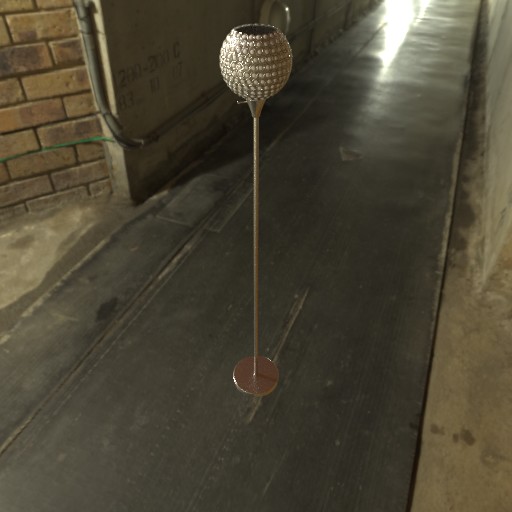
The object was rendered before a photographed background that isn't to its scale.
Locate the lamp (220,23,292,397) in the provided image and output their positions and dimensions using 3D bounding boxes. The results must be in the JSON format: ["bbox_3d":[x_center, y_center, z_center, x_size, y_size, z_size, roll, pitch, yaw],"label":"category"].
[{"bbox_3d":[0.000,0.000,1.925,0.254,1.805,0.254,0,40,0],"label":"lamp"}]
